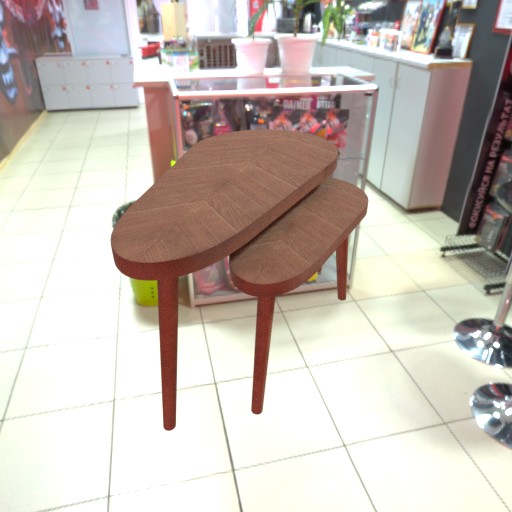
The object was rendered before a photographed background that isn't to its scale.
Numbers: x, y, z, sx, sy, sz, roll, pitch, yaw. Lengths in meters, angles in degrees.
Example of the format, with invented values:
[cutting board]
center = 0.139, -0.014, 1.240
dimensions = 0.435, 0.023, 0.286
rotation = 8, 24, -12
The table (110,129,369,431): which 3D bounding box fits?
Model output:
[table]
center = 0.000, 0.000, 1.581
dimensions = 0.701, 0.595, 1.190
rotation = 10, 32, 17
